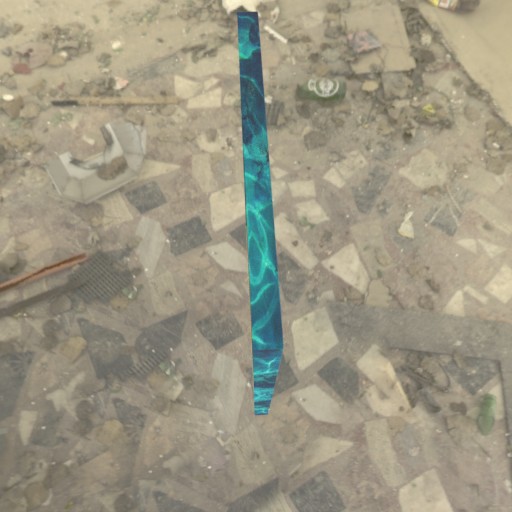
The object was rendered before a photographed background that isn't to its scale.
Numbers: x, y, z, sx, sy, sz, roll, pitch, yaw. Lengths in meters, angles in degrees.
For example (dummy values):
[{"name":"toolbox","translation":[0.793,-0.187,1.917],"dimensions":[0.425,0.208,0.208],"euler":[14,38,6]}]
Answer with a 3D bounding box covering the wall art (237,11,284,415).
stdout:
[{"name":"wall art","translation":[0.000,0.000,1.007],"dimensions":[0.038,0.760,0.609],"euler":[-3,65,-1]}]
